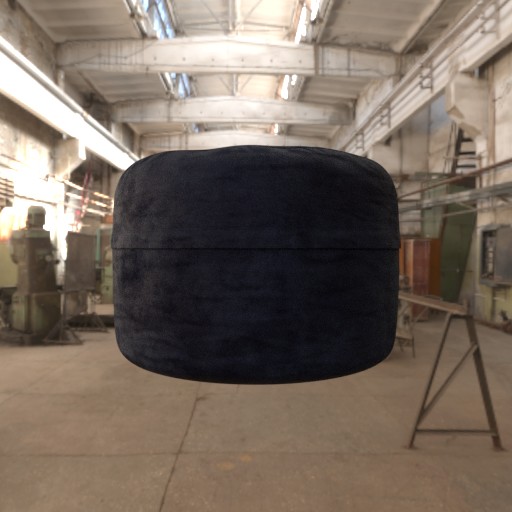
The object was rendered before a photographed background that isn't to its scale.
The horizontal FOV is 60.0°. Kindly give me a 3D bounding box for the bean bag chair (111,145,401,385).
[{"bbox_3d":[0.000,0.000,1.471,0.918,0.616,0.918,0,1,0],"label":"bean bag chair"}]
